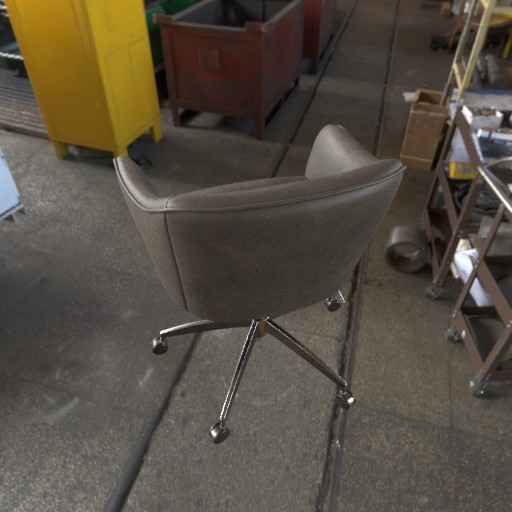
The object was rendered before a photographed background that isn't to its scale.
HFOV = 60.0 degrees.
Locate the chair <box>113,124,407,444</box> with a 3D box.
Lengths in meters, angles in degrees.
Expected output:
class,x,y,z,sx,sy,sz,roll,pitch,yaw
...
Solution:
class,x,y,z,sx,sy,sz,roll,pitch,yaw
chair,0.000,0.000,1.309,0.713,0.827,0.689,-12,43,-13
